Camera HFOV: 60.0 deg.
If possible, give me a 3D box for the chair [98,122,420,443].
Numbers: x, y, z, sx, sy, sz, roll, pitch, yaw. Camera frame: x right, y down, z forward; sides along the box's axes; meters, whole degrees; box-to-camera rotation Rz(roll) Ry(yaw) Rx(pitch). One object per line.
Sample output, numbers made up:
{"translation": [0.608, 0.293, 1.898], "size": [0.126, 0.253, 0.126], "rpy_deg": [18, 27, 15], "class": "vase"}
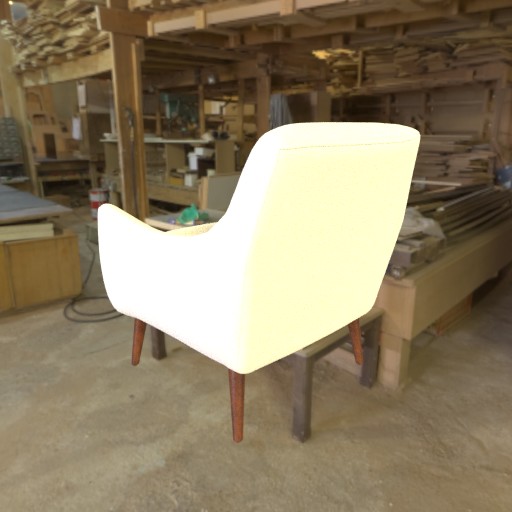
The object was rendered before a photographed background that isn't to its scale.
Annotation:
{"translation": [0.000, 0.000, 1.457], "size": [0.762, 0.838, 0.787], "rpy_deg": [-15, 22, -42], "class": "chair"}
